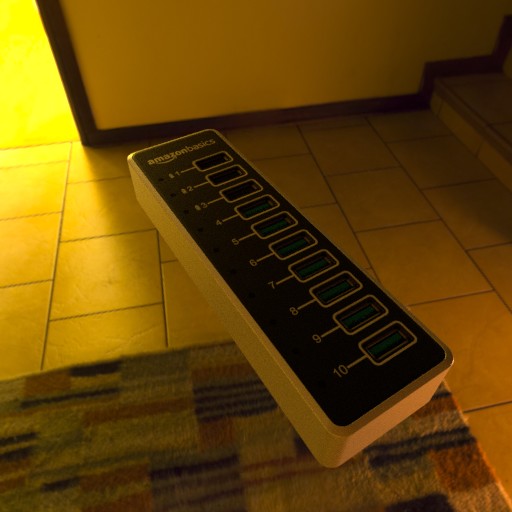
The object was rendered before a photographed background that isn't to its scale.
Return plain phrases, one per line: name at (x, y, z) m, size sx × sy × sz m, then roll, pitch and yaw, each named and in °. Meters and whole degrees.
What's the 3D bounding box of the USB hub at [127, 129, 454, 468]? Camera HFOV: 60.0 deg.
USB hub at (0.000, 0.000, 0.165) m, size 0.044 × 0.023 × 0.145 m, roll -24°, pitch 51°, yaw -21°
